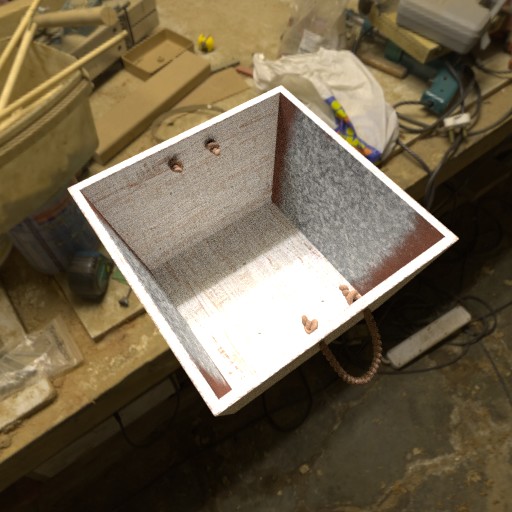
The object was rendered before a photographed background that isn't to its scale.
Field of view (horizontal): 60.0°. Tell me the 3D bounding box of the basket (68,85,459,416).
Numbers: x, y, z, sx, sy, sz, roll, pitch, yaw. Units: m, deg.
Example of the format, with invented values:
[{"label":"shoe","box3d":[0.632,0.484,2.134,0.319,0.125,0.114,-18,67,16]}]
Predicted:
[{"label":"basket","box3d":[0.000,0.000,0.757,0.413,0.247,0.545,-32,64,-18]}]
